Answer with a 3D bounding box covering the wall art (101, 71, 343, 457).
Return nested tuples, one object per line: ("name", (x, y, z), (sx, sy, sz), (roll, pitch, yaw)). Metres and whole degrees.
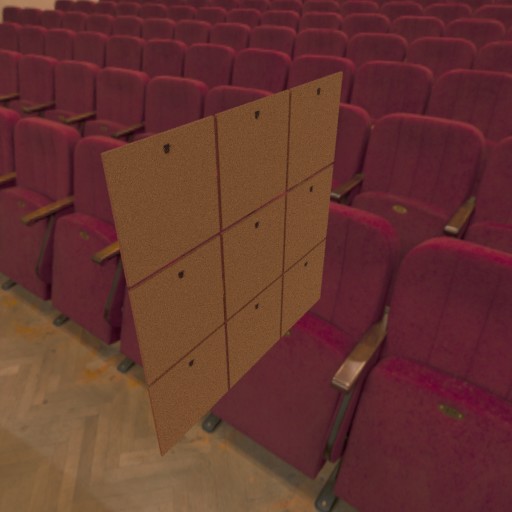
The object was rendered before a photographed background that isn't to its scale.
("wall art", (0.000, 0.000, 2.256), (0.019, 1.532, 1.533), (22, 39, 30))
